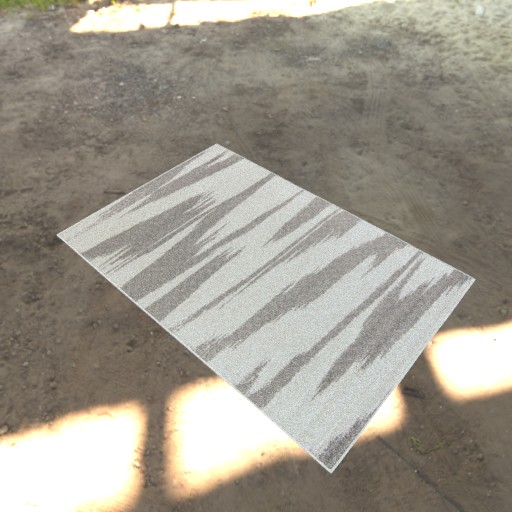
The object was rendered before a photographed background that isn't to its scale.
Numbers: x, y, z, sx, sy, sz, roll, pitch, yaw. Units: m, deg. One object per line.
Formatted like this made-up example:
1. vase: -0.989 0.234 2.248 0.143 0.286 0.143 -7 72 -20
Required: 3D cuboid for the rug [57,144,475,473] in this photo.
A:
1. rug: 0.000 0.000 2.303 1.827 0.008 1.225 33 55 28
